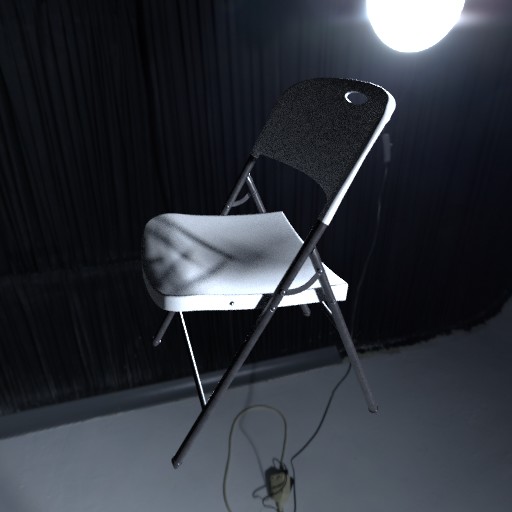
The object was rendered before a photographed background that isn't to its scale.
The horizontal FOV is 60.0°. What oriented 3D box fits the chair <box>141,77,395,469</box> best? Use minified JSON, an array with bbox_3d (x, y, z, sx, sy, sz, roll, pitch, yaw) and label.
[{"bbox_3d":[0.000,0.000,1.132,0.566,0.810,0.494,-9,30,-15],"label":"chair"}]
